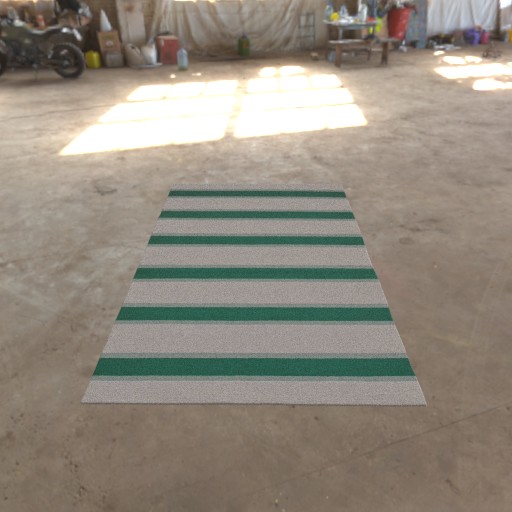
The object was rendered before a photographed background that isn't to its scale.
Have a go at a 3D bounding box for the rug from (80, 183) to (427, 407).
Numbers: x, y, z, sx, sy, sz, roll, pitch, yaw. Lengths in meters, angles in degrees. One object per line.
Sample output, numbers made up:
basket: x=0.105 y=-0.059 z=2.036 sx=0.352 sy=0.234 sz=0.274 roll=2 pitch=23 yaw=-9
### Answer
rug: x=0.000 y=0.000 z=2.964 sx=1.521 sy=0.015 sz=2.436 roll=0 pitch=32 yaw=0
